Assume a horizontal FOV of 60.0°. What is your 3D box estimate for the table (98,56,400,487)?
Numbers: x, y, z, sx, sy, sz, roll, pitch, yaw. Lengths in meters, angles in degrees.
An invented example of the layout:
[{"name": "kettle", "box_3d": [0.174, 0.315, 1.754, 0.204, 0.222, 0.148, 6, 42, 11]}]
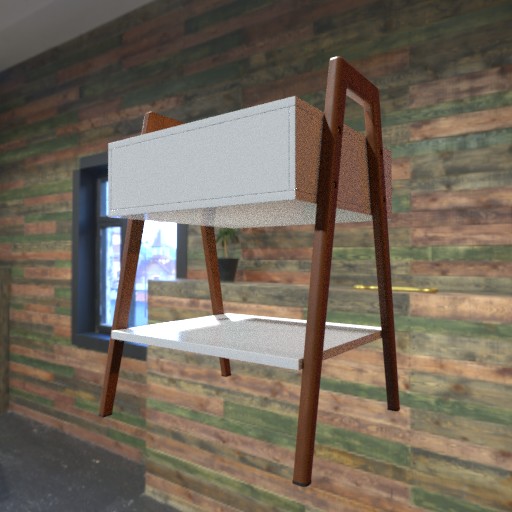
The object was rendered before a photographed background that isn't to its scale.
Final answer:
[{"name": "table", "box_3d": [0.000, 0.000, 0.878, 0.457, 0.610, 0.405, 0, -1, 36]}]
